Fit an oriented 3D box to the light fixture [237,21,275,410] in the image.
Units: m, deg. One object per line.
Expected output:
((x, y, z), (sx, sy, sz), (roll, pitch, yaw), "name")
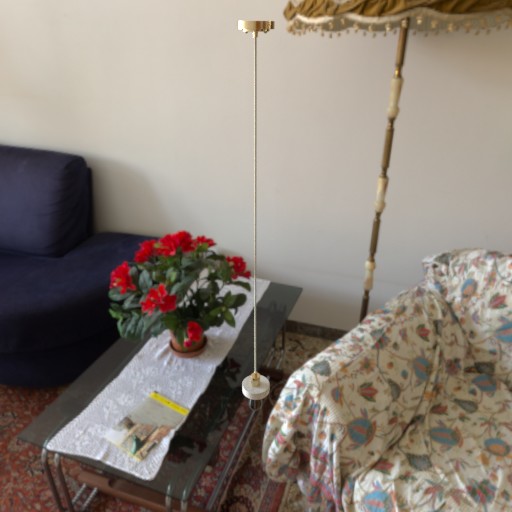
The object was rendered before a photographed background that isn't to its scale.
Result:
((0.000, 0.000, 1.783), (0.129, 1.669, 0.129), (-8, 28, -15), "light fixture")
